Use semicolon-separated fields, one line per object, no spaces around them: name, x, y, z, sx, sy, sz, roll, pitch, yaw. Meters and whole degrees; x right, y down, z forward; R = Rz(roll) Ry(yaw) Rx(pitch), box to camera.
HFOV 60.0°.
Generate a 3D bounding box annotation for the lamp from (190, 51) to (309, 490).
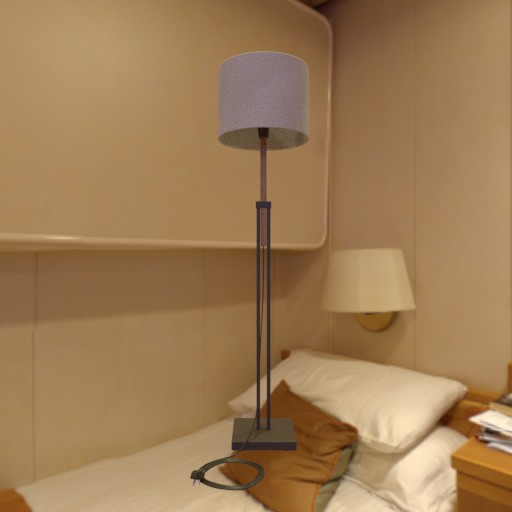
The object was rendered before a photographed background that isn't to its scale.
lamp;0.000;0.000;1.874;0.474;1.650;0.639;0;0;0
